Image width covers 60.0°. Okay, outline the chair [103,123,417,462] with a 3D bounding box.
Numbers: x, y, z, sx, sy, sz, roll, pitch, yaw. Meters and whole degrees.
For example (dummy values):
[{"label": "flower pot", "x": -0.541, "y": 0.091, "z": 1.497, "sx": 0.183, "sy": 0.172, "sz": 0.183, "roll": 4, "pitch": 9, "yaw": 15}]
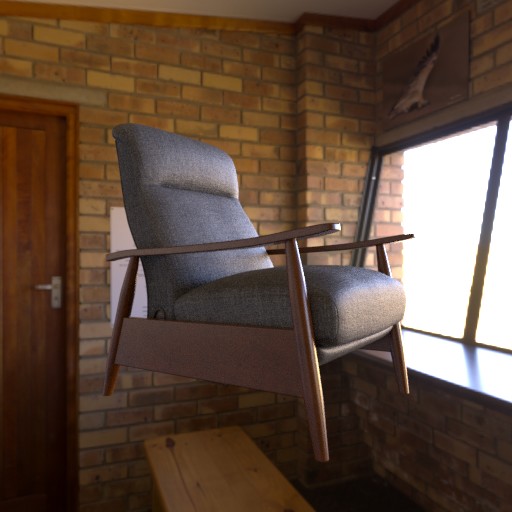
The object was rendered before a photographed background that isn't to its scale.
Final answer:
[{"label": "chair", "x": 0.000, "y": 0.000, "z": 1.743, "sx": 1.030, "sy": 1.082, "sz": 0.762, "roll": 0, "pitch": 0, "yaw": 36}]
